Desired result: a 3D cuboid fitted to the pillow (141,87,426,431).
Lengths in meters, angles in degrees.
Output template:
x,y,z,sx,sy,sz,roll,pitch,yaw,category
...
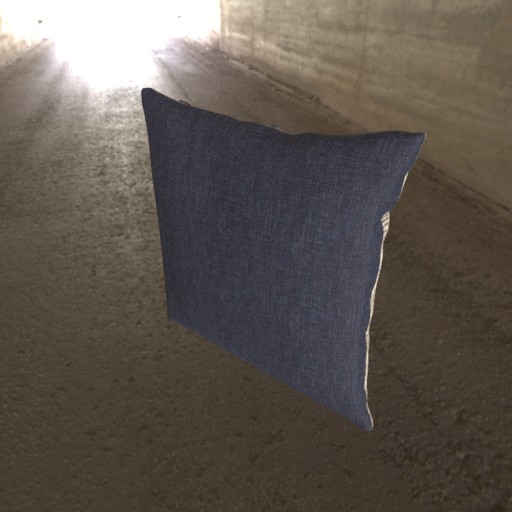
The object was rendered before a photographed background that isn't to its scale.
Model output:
x,y,z,sx,sy,sz,roll,pitch,yaw,category
0.000,0.000,0.773,0.510,0.510,0.145,21,36,32,pillow
